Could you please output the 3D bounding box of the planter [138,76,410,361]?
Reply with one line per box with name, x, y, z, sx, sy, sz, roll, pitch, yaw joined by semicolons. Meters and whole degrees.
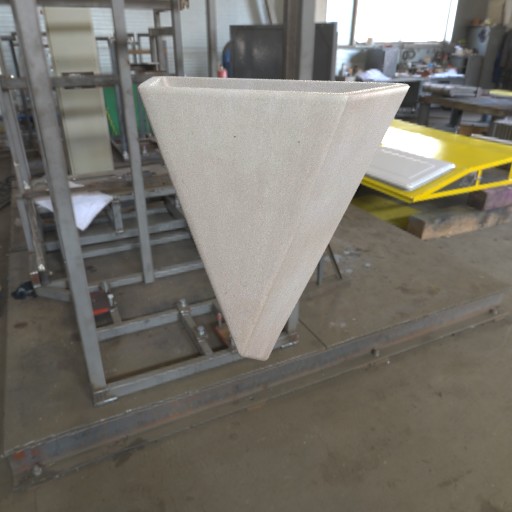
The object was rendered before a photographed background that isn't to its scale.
planter;0.000;0.000;0.272;0.150;0.197;0.060;9;28;17
